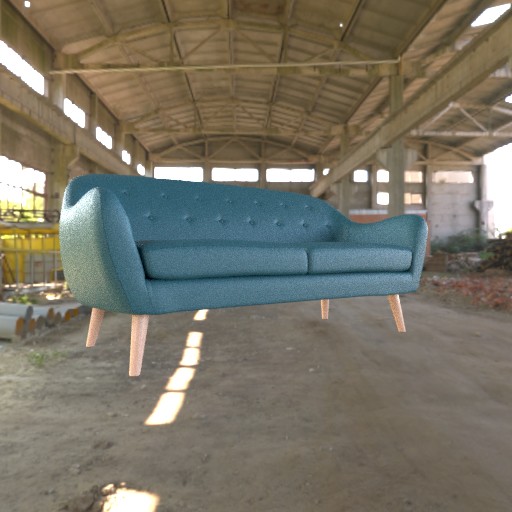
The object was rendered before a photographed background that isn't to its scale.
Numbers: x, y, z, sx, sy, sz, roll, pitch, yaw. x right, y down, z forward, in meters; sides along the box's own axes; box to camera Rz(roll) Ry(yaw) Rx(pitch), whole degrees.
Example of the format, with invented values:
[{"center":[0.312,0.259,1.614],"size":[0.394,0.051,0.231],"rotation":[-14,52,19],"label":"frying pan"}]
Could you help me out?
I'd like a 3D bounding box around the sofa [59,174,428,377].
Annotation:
[{"center":[0.000,0.000,2.267],"size":[1.840,0.836,0.820],"rotation":[0,0,-35],"label":"sofa"}]
